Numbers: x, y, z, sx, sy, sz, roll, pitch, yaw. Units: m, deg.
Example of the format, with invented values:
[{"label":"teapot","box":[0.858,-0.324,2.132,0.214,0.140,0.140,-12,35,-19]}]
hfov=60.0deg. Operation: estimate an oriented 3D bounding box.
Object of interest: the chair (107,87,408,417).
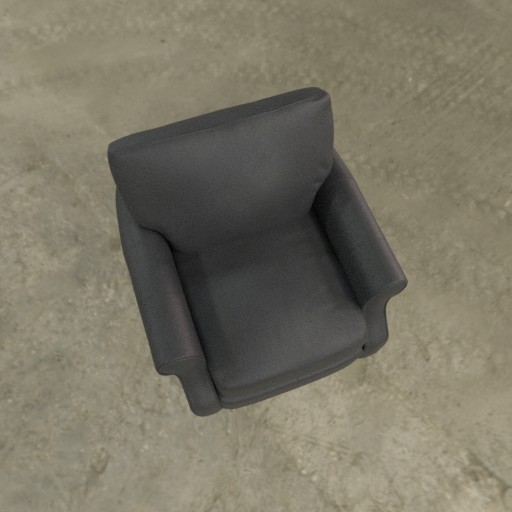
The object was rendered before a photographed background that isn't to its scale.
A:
[{"label":"chair","box":[0.000,0.000,1.811,1.015,0.960,1.027,-13,65,-6]}]
